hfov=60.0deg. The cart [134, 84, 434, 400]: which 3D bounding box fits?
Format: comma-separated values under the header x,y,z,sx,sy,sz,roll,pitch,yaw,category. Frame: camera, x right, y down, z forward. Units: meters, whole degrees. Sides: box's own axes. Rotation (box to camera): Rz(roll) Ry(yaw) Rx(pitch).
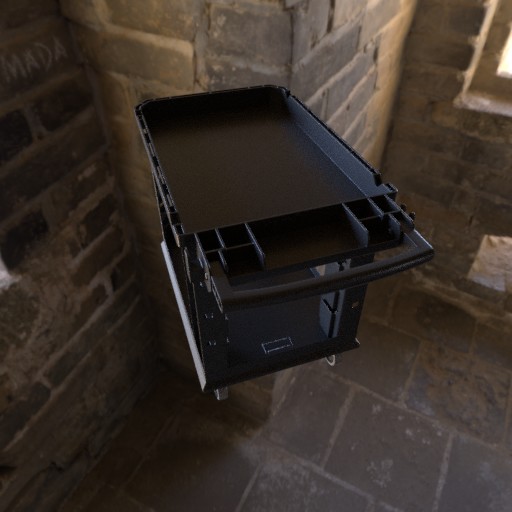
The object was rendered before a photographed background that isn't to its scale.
x,y,z,sx,sy,sz,roll,pitch,yaw,category
0.000,0.000,1.779,0.674,0.884,1.239,-13,42,-14,cart
